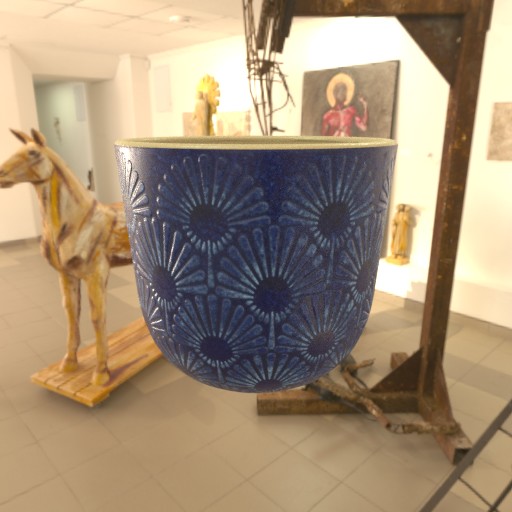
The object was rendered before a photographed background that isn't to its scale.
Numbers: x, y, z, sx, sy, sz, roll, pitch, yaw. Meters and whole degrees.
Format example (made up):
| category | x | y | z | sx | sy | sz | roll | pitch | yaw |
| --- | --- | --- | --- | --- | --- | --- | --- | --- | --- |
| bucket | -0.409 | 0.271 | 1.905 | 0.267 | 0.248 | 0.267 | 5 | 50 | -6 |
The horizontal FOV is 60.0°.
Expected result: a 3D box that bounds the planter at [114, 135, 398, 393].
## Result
| category | x | y | z | sx | sy | sz | roll | pitch | yaw |
| --- | --- | --- | --- | --- | --- | --- | --- | --- | --- |
| planter | 0.000 | 0.000 | 0.298 | 0.170 | 0.153 | 0.170 | 0 | 17 | 0 |
